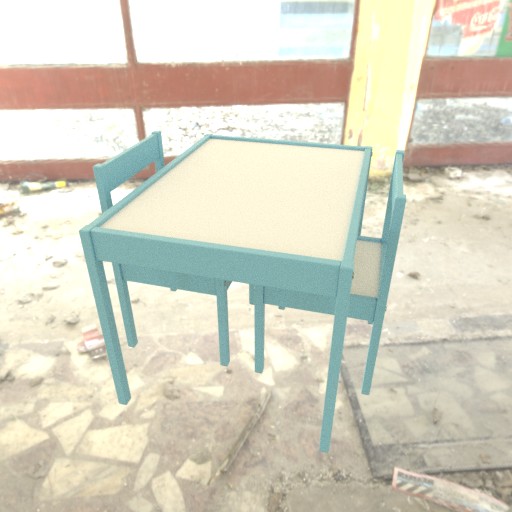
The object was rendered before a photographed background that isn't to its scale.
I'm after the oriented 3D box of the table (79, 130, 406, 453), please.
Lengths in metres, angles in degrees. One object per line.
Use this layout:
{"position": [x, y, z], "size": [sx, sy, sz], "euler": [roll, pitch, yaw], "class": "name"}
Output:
{"position": [0.000, 0.000, 1.101], "size": [0.633, 0.503, 0.639], "euler": [8, 32, 13], "class": "table"}
